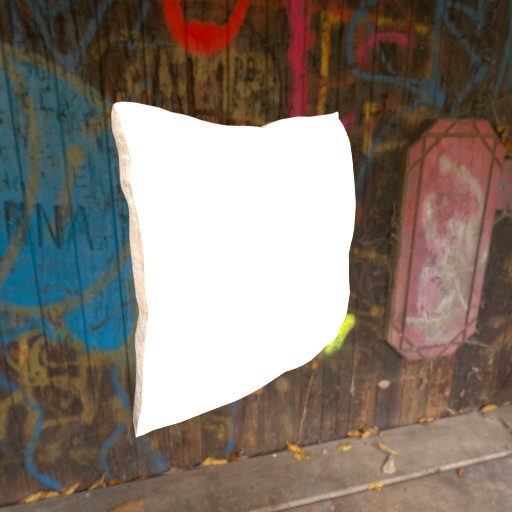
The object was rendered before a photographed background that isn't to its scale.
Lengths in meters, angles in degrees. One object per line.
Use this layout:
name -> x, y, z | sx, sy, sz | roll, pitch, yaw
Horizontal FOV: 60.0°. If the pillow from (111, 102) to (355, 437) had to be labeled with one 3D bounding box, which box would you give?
pillow -> 0.000, 0.000, 0.702 | 0.450, 0.448, 0.245 | -15, 22, -42
